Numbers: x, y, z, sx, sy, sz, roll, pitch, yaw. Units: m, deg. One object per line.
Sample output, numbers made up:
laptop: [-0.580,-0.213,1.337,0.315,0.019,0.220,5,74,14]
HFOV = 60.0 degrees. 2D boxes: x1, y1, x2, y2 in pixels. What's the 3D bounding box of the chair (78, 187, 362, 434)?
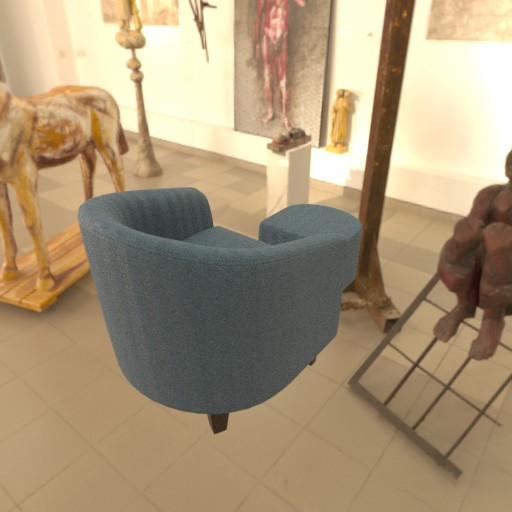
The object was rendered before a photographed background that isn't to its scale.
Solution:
chair: [0.000,0.000,1.758,0.756,0.757,1.288,22,36,32]
